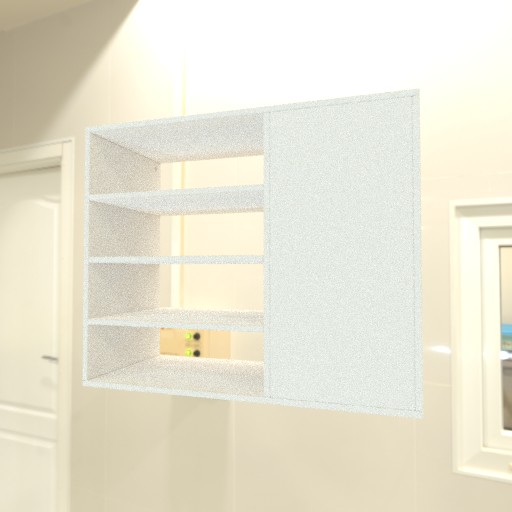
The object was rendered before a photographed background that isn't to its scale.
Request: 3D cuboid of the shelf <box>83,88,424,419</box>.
[{"bbox_3d":[0.000,0.000,1.303,0.895,0.732,0.396,-1,-2,18],"label":"shelf"}]
